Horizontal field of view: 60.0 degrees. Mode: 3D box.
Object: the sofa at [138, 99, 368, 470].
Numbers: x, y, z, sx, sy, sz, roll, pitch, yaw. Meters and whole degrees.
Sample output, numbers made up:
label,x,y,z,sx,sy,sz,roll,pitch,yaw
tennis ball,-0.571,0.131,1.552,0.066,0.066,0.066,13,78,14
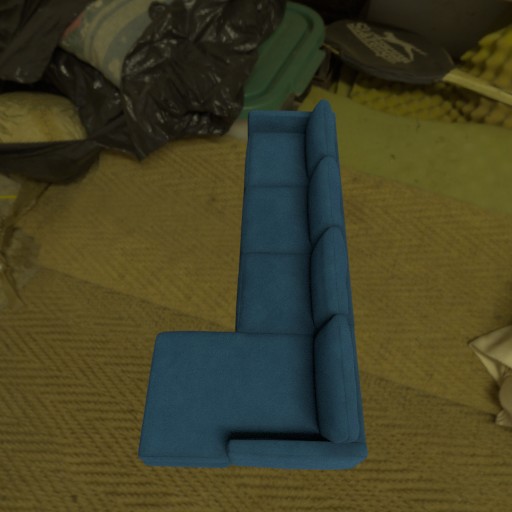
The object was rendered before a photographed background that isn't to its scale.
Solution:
label,x,y,z,sx,sy,sz,roll,pitch,yaw
sofa,0.000,0.000,3.405,1.350,0.810,2.932,2,57,1
